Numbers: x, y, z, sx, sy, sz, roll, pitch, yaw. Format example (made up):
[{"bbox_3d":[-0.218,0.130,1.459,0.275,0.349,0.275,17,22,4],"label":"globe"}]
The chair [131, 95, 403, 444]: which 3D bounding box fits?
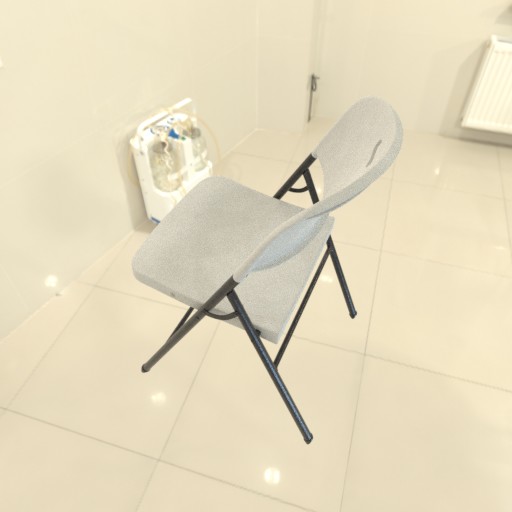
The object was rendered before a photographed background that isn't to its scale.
[{"bbox_3d":[0.000,0.000,1.158,0.566,0.810,0.494,18,49,16],"label":"chair"}]
